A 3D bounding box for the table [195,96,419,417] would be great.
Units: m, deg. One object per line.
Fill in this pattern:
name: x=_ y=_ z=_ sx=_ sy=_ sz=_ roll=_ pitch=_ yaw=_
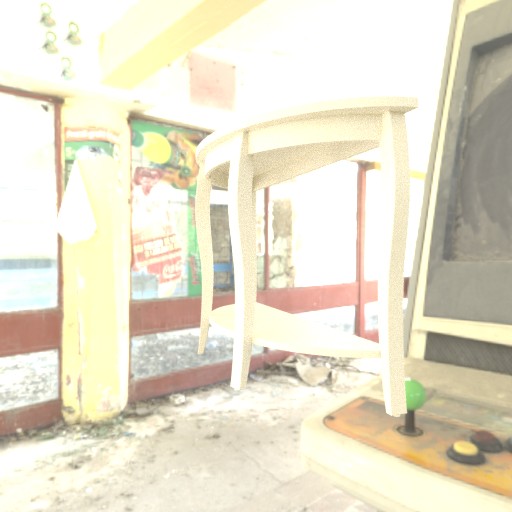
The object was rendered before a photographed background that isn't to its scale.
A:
table: x=0.000 y=0.000 z=1.579 sx=0.394 sy=0.780 sz=1.219 roll=0 pitch=1 yaw=-20
